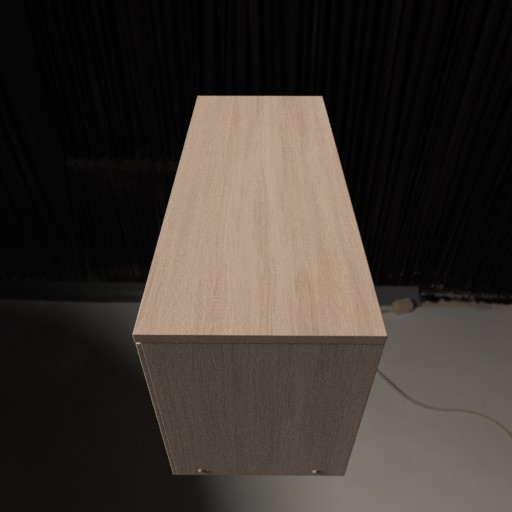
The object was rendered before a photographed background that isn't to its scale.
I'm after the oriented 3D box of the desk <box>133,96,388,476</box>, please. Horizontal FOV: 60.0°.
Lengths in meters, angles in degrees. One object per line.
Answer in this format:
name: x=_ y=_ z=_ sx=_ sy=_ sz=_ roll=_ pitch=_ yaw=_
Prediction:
desk: x=0.000 y=0.000 z=1.757 sx=0.600 sy=0.740 sz=1.390 roll=0 pitch=41 yaw=0
